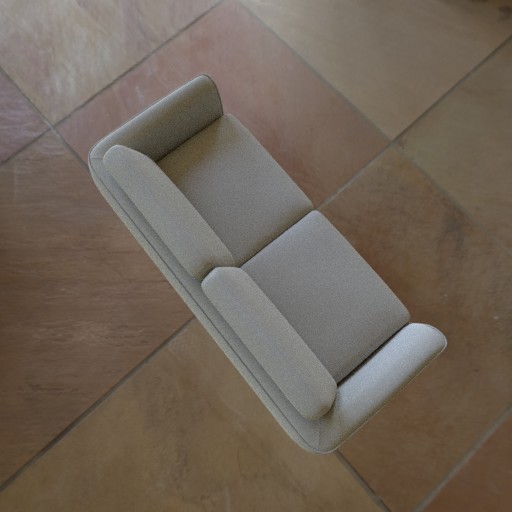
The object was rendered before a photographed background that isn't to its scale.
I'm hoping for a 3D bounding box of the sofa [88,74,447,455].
[{"bbox_3d":[0.000,0.000,2.459,0.920,0.850,2.000,-38,79,-9],"label":"sofa"}]
